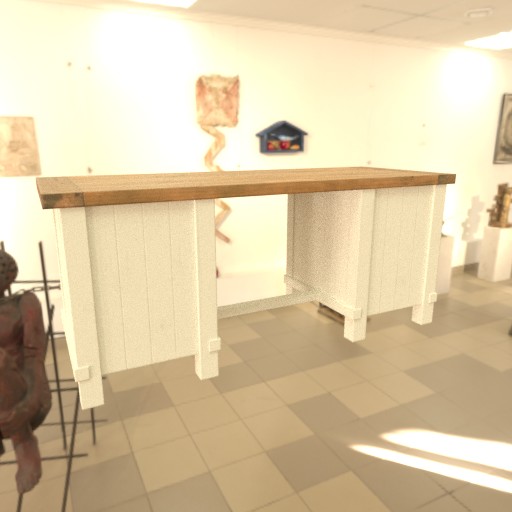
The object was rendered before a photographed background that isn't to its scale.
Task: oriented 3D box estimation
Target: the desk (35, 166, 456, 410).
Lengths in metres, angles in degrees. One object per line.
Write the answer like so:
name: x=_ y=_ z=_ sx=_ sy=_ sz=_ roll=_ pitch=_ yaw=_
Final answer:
desk: x=0.000 y=0.000 z=2.124 sx=1.803 sy=0.760 sz=0.688 roll=-7 pitch=16 yaw=-26
